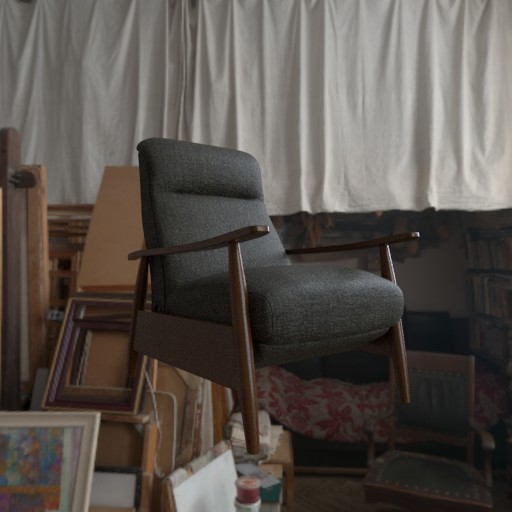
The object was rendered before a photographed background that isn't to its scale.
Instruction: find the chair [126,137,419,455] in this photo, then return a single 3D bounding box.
[{"bbox_3d":[0.000,0.000,1.811,0.762,1.082,1.014,0,1,-36],"label":"chair"}]
